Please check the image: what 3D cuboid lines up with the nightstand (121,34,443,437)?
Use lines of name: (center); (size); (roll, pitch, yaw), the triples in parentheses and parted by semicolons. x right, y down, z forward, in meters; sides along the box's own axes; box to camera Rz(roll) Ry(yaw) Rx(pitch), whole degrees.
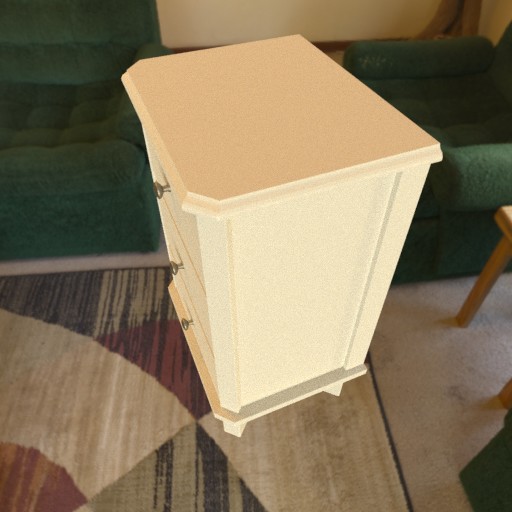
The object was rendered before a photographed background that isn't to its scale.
nightstand: (0.000, 0.000, 0.909); (0.351, 0.681, 0.435); (-17, 49, -16)
